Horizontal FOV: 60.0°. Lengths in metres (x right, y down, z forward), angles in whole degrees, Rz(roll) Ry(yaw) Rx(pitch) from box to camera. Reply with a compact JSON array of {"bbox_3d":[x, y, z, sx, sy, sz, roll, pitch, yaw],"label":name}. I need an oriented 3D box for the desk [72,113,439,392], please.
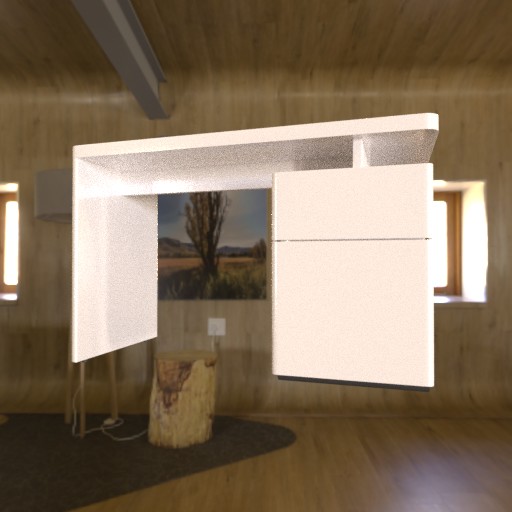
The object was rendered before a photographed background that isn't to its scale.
[{"bbox_3d":[0.000,0.000,1.618,1.200,0.760,0.550,0,-1,17],"label":"desk"}]
